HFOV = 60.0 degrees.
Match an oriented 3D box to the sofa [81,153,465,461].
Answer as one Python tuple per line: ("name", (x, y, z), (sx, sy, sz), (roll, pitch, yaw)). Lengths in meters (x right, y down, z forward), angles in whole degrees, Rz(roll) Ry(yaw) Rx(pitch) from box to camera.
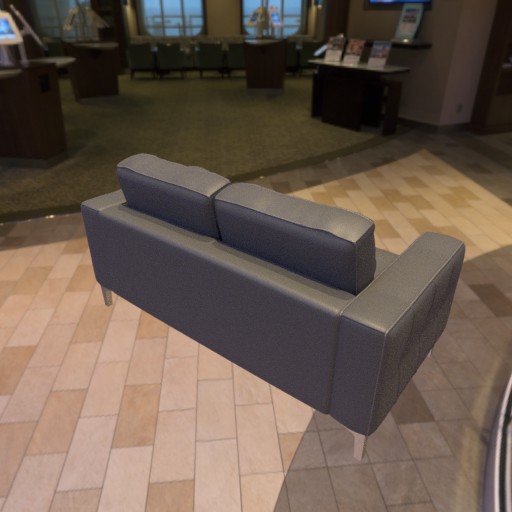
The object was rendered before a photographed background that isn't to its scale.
("sofa", (0.000, 0.000, 2.189), (1.726, 0.893, 0.833), (21, 36, 33))
